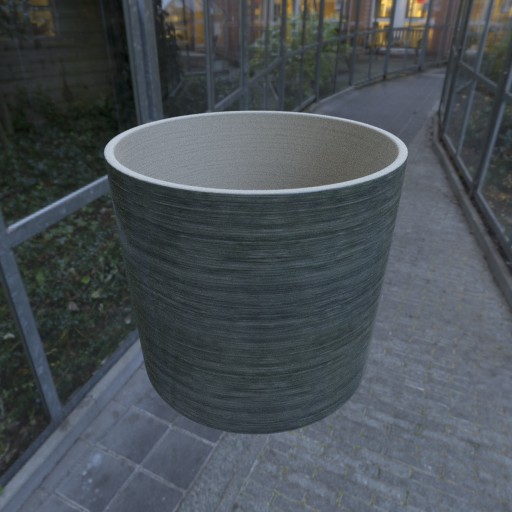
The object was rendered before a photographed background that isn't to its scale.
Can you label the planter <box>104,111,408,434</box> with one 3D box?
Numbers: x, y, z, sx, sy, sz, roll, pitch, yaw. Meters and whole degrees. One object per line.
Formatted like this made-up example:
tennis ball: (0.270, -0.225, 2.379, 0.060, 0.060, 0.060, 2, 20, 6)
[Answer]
planter: (0.000, 0.000, 0.385, 0.221, 0.201, 0.221, 0, 29, 0)
